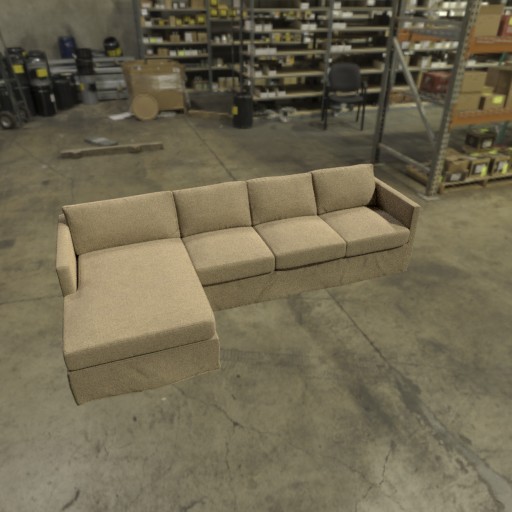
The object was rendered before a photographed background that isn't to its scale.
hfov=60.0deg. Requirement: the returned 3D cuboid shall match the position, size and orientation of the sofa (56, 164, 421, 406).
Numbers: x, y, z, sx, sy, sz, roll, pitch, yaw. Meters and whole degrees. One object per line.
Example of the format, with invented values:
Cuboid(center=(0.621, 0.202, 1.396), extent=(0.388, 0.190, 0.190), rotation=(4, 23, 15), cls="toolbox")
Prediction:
Cuboid(center=(0.000, 0.000, 3.868), extent=(3.198, 0.920, 1.638), rotation=(-10, 33, -17), cls="sofa")
